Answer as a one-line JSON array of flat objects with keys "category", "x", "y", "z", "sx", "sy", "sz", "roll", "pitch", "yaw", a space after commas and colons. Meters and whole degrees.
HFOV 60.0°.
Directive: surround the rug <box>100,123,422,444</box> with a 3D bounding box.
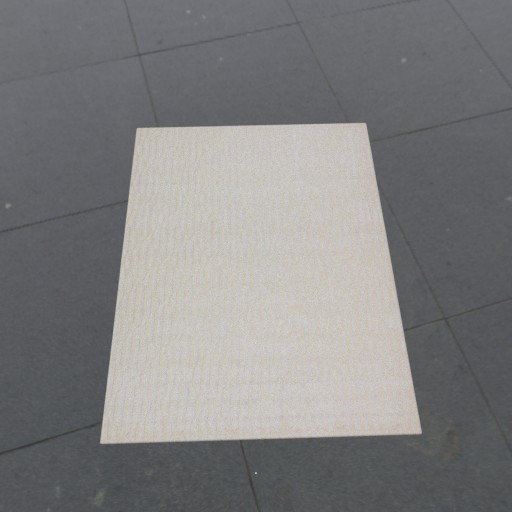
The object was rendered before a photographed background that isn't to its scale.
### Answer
[{"category": "rug", "x": 0.000, "y": 0.000, "z": 3.988, "sx": 2.410, "sy": 0.021, "sz": 3.055, "roll": -1, "pitch": 64, "yaw": -1}]
